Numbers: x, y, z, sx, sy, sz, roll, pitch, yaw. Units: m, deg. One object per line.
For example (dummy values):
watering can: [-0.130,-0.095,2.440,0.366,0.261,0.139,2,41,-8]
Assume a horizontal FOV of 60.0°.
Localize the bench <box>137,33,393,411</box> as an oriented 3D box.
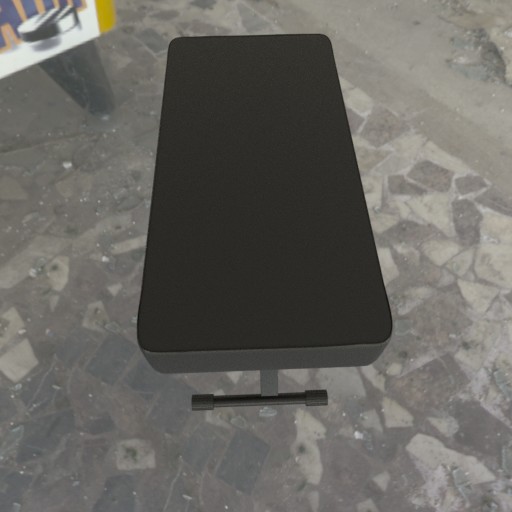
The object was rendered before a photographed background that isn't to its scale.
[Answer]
bench: [0.000,0.000,0.883,0.300,0.561,0.600,-2,58,-1]
